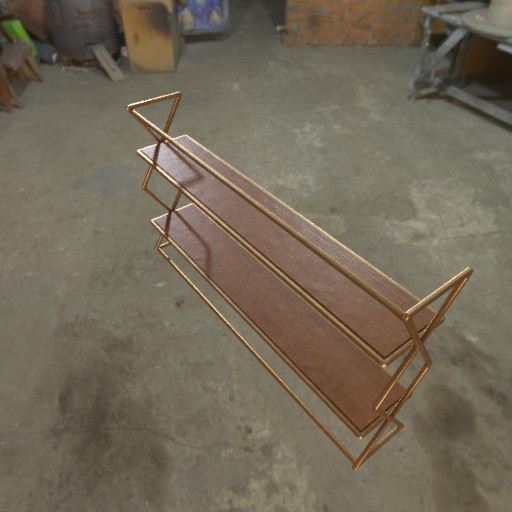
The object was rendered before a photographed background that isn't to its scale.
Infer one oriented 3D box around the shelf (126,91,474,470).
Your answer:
[{"bbox_3d":[0.000,0.000,0.984,0.150,0.450,0.822,-27,48,-27],"label":"shelf"}]
